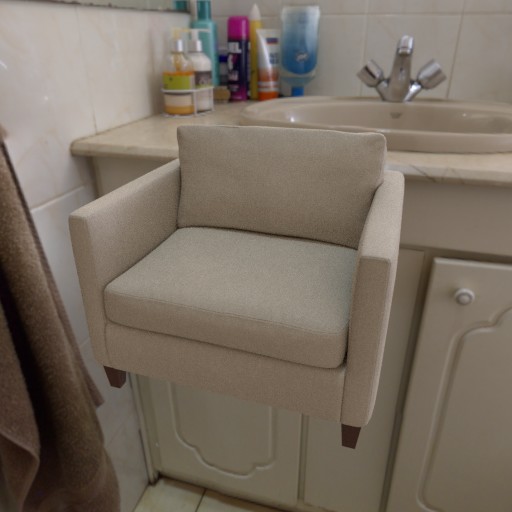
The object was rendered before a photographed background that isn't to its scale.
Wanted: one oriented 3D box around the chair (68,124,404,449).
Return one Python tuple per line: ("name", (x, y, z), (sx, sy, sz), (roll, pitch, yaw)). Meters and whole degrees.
("chair", (0.000, 0.000, 1.841), (1.107, 0.961, 0.959), (8, 27, 16))
